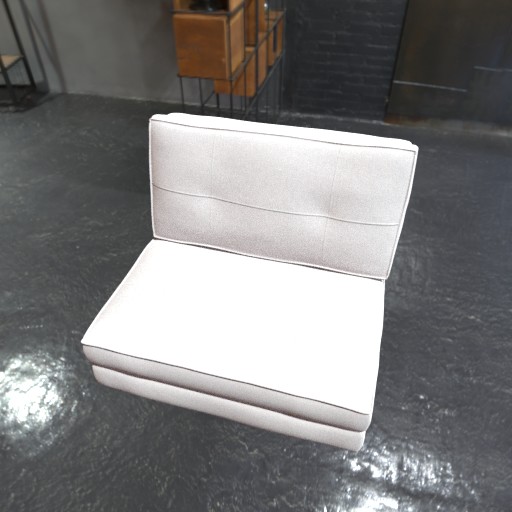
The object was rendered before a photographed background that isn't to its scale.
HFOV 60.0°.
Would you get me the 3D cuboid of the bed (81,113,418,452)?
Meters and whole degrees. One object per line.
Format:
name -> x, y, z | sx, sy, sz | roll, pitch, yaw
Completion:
bed -> 0.000, 0.000, 1.305 | 0.799, 0.614, 0.749 | 10, 42, 12
